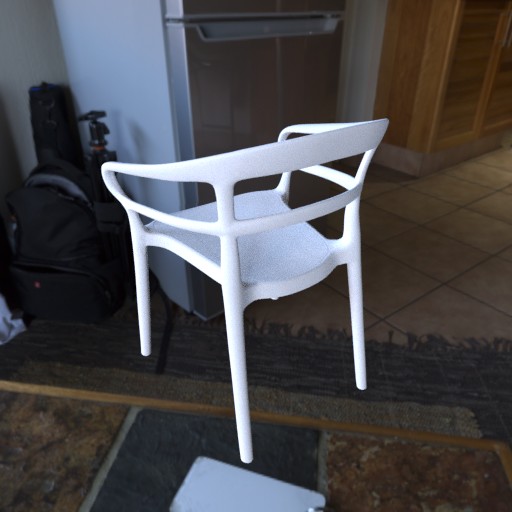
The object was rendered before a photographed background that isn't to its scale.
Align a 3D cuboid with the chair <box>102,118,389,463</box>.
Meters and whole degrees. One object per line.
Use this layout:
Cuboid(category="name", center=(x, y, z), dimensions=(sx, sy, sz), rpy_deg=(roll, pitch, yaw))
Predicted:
Cuboid(category="chair", center=(0.000, 0.000, 1.123), dimensions=(0.559, 0.761, 0.527), rpy_deg=(-20, 37, -29))
